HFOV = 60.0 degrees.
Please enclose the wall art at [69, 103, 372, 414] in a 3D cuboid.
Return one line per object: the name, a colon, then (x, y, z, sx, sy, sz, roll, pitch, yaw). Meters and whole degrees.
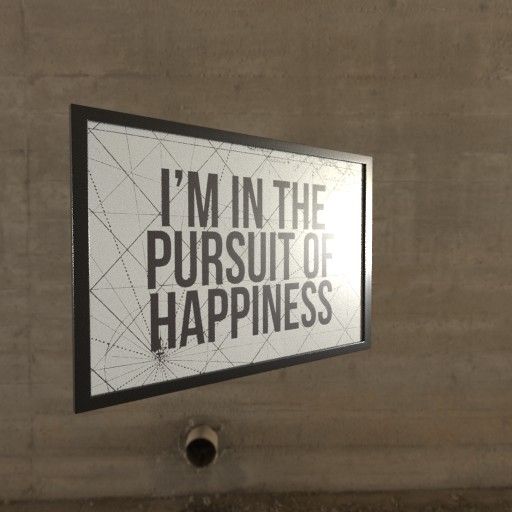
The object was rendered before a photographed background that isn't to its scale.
wall art: (0.000, 0.000, 1.036, 0.819, 0.552, 0.015, -1, 2, -37)
